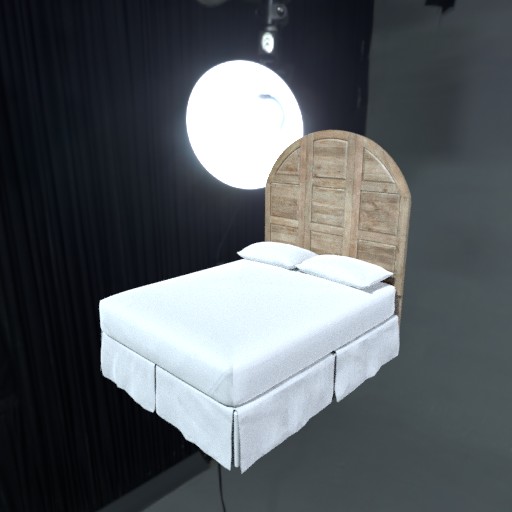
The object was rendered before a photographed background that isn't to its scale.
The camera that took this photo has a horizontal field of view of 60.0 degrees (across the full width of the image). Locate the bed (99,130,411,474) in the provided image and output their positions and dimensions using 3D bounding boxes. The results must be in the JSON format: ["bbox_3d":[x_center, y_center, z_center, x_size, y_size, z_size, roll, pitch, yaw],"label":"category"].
[{"bbox_3d":[0.000,0.000,3.625,1.713,2.002,2.112,14,21,42],"label":"bed"}]
